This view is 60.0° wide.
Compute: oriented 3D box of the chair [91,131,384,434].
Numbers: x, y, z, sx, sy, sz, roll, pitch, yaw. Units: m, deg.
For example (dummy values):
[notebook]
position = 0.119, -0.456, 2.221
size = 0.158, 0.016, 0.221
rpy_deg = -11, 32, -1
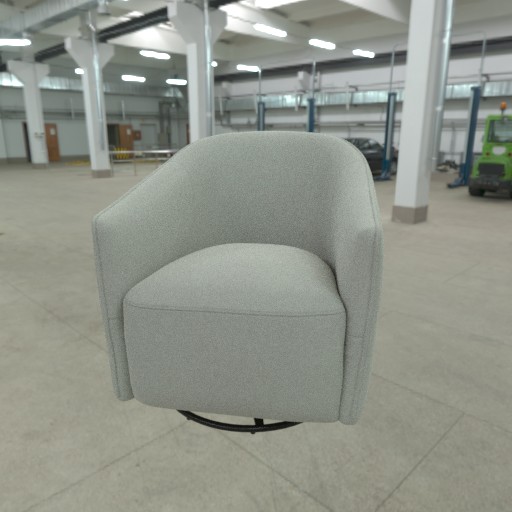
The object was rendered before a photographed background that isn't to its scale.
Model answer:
[chair]
position = 0.000, 0.000, 1.460
size = 0.747, 0.799, 0.875
rpy_deg = 3, 16, 9
